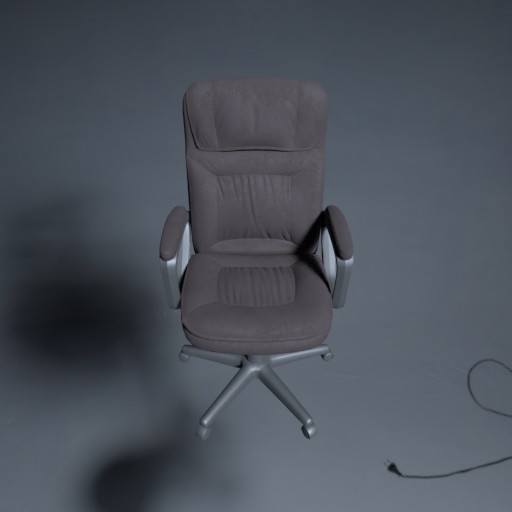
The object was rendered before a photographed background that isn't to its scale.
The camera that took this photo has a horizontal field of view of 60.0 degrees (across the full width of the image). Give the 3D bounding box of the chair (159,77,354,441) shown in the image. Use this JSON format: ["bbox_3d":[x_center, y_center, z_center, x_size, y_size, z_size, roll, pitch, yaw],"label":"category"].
[{"bbox_3d":[0.000,0.000,1.587,0.667,1.105,0.724,0,31,0],"label":"chair"}]
